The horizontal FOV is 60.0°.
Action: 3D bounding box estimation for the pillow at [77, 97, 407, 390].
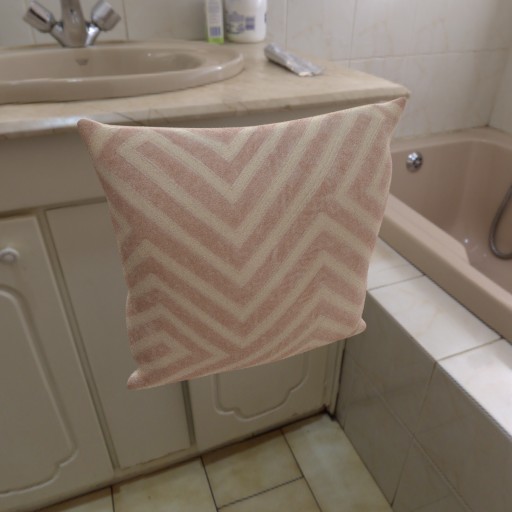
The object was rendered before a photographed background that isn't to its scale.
[{"bbox_3d":[0.000,0.000,0.662,0.440,0.441,0.182,-10,34,-16],"label":"pillow"}]
